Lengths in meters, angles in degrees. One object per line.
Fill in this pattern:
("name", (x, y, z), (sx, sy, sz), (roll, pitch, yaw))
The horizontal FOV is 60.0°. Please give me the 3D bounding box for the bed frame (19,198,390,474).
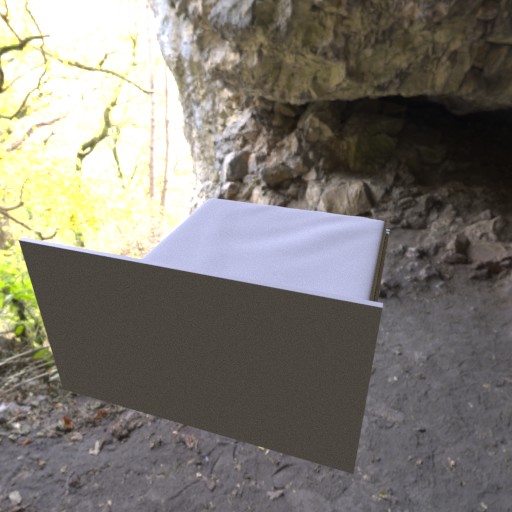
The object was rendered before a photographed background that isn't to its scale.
("bed frame", (0.000, 0.000, 3.012), (1.711, 1.001, 2.100), (9, 31, 16))
